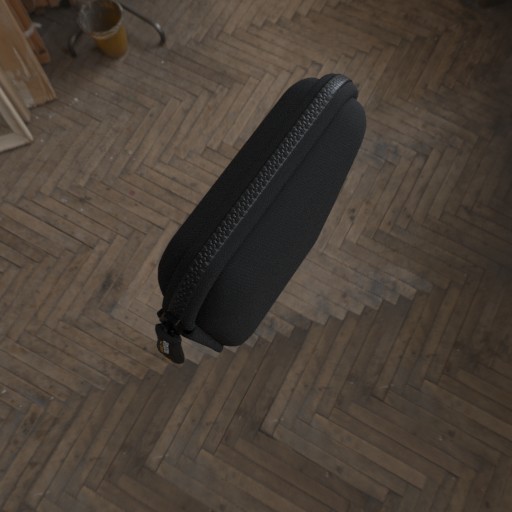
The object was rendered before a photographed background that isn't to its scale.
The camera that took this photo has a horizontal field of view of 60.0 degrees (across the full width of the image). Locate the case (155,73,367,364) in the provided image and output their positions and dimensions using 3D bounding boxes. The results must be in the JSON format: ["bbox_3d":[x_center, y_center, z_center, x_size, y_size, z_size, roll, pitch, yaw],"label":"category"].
[{"bbox_3d":[0.000,0.000,0.190,0.030,0.147,0.107,34,78,8],"label":"case"}]
